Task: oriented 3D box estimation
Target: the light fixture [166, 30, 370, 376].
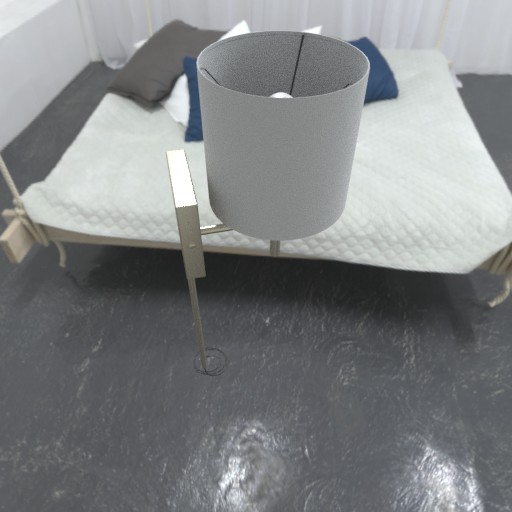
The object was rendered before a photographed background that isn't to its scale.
[{"bbox_3d":[0.000,0.000,0.687,0.248,0.589,0.188,-10,45,-10],"label":"light fixture"}]
